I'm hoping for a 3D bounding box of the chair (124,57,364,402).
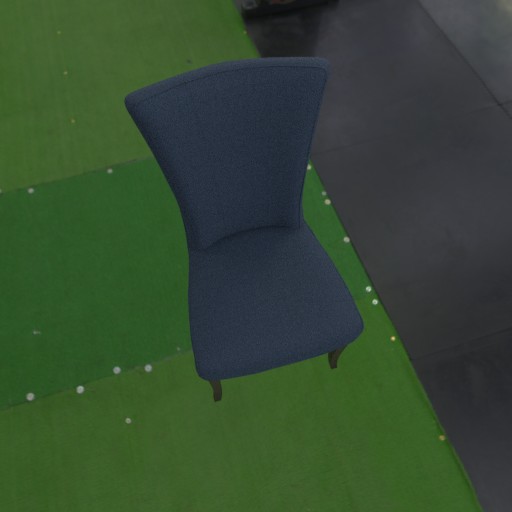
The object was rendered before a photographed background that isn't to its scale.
[{"bbox_3d":[0.000,0.000,1.400,0.520,0.991,0.660,-14,63,-7],"label":"chair"}]
